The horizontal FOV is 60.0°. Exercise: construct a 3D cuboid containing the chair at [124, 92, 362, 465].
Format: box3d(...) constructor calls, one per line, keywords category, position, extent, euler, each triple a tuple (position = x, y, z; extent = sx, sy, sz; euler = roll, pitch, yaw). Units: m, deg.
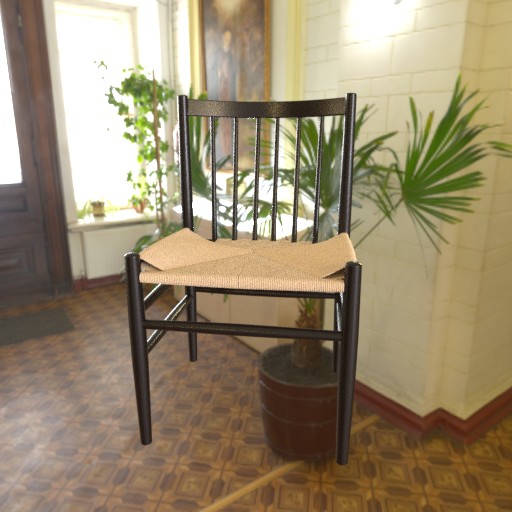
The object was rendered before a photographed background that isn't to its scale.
box3d(category="chair", position=(0.000, 0.000, 1.147), extent=(0.495, 0.818, 0.516), euler=(2, 15, 8))
